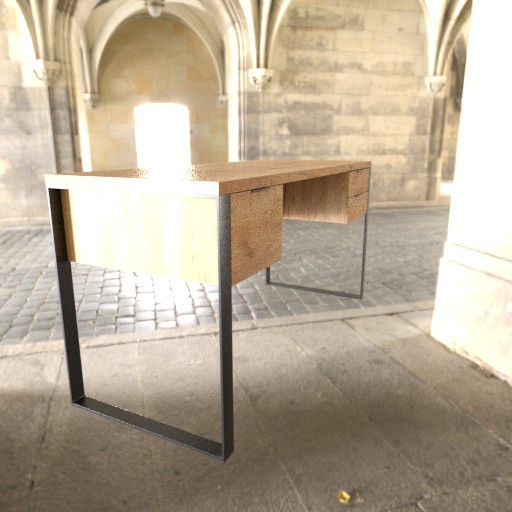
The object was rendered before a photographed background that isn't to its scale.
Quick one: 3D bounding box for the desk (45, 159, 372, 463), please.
[{"bbox_3d":[0.000,0.000,1.904,0.600,0.760,1.520,7,16,26],"label":"desk"}]
